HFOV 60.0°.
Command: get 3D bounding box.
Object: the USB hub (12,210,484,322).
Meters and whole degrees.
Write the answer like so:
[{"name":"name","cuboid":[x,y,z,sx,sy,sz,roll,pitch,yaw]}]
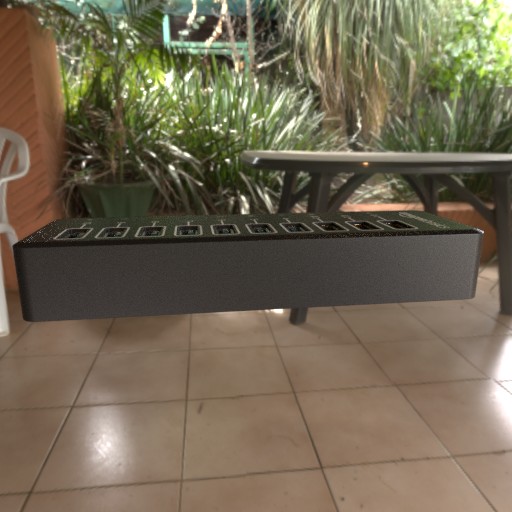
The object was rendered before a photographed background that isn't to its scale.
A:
[{"name":"USB hub","cuboid":[0.000,0.000,0.156,0.145,0.023,0.044,-2,15,-8]}]
